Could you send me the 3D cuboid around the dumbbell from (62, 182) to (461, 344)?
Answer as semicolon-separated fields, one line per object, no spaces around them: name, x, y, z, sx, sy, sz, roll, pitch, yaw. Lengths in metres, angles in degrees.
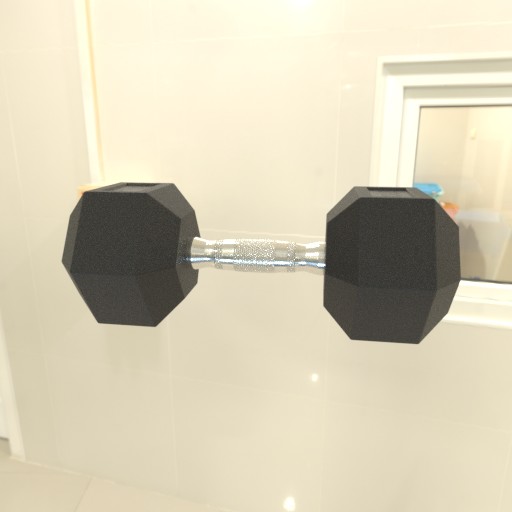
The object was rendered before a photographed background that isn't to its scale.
dumbbell;0.000;0.000;0.411;0.337;0.123;0.142;2;16;8
